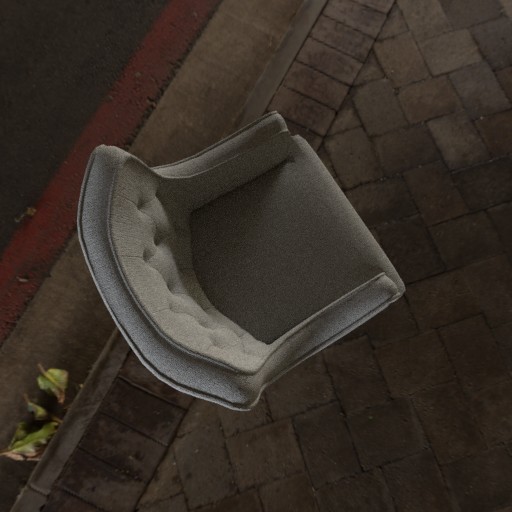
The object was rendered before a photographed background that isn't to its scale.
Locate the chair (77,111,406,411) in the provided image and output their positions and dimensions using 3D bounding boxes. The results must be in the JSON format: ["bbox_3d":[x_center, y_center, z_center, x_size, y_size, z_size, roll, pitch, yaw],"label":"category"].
[{"bbox_3d":[0.000,0.000,1.593,0.910,0.920,0.820,-30,78,-7],"label":"chair"}]
